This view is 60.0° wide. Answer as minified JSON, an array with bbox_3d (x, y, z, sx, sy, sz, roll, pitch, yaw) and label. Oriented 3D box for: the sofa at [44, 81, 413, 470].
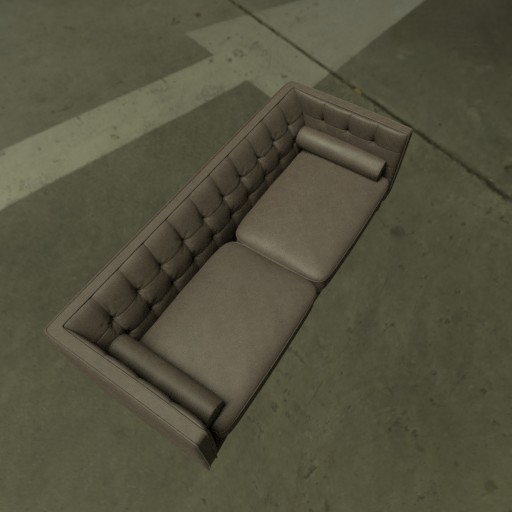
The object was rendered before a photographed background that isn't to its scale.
[{"bbox_3d":[0.000,0.000,2.539,0.867,0.789,2.087,29,62,17],"label":"sofa"}]
